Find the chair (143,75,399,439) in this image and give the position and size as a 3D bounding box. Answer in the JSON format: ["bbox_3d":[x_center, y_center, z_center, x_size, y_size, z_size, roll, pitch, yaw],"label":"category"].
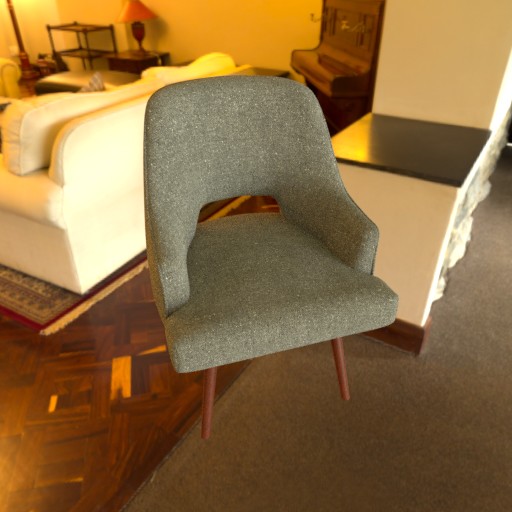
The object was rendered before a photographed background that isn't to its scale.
[{"bbox_3d":[0.000,0.000,1.279,0.608,0.875,0.629,-10,34,-15],"label":"chair"}]
